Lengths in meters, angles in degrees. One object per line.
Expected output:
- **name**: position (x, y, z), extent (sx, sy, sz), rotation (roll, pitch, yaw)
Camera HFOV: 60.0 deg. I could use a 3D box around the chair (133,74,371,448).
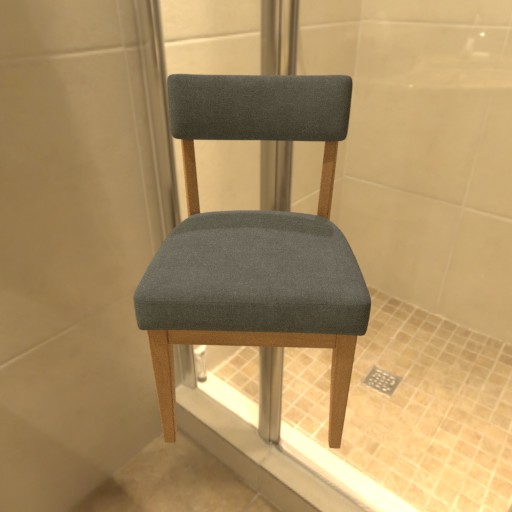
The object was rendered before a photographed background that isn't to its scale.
- **chair**: position (0.000, 0.000, 1.175), extent (0.508, 0.832, 0.572), rotation (1, 31, 2)
